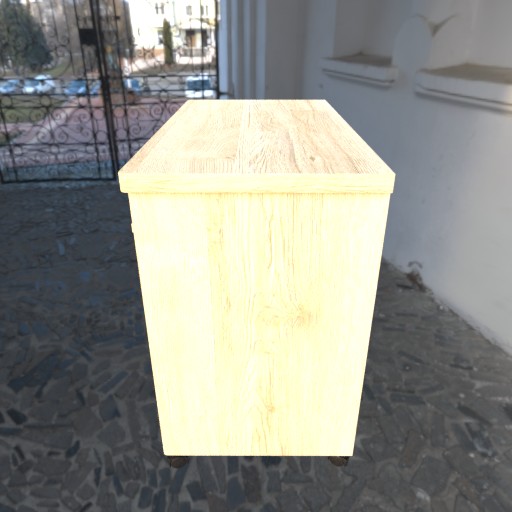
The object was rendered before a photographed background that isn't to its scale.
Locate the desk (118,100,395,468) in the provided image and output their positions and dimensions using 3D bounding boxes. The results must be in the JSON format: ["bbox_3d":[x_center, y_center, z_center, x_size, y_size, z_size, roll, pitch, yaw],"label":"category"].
[{"bbox_3d":[0.000,0.000,1.327,0.480,0.770,0.885,0,27,0],"label":"desk"}]
